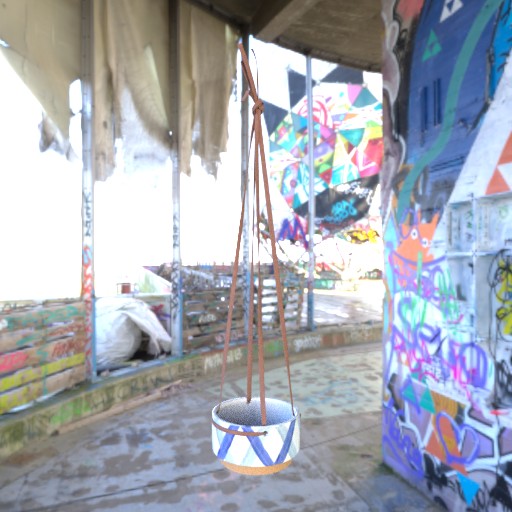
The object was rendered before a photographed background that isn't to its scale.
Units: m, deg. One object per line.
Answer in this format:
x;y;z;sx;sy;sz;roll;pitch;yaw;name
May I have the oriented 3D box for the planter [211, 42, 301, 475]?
0.000;0.000;0.826;0.166;0.751;0.166;0;0;-17;planter
